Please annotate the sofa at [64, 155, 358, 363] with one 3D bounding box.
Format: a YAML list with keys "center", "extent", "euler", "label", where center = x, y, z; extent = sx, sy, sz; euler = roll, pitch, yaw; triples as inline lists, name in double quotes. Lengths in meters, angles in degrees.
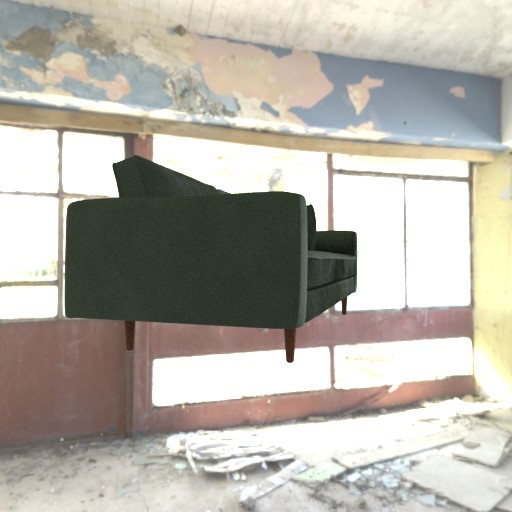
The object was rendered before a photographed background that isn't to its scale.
- center: [0.000, 0.000, 2.389]
  extent: [0.916, 0.772, 1.880]
  euler: [0, -1, 18]
  label: "sofa"
